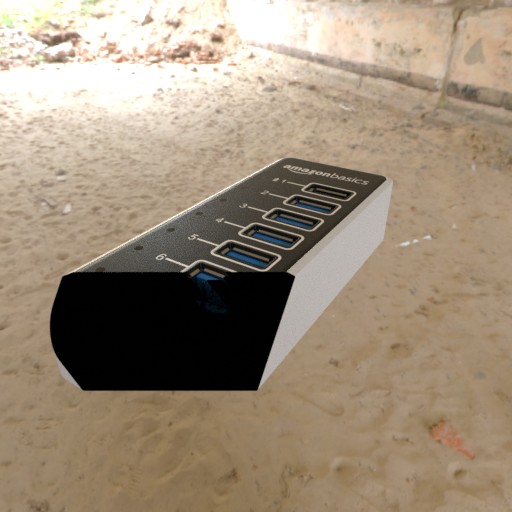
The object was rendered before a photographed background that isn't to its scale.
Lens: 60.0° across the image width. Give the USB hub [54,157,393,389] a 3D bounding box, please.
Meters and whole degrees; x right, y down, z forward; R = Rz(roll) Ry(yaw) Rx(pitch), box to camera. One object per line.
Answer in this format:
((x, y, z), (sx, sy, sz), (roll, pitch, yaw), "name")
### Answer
((0.000, 0.000, 0.128), (0.044, 0.023, 0.110), (18, 35, 28), "USB hub")
